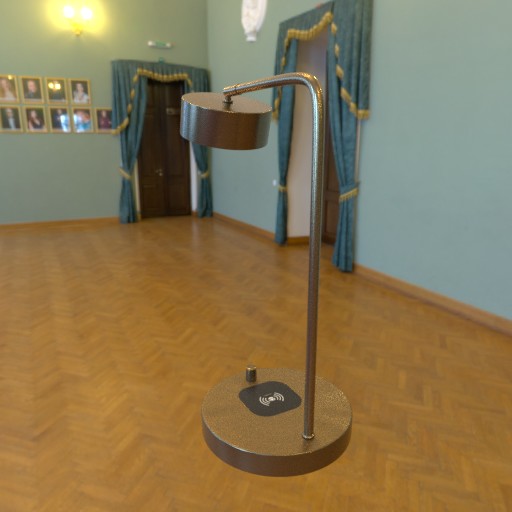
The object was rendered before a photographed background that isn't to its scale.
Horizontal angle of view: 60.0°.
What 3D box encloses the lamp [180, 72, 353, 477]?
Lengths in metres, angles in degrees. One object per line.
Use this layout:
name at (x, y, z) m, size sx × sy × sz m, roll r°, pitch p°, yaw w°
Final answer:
lamp at (0.000, 0.000, 0.509) m, size 0.171 × 0.380 × 0.270 m, roll -8°, pitch 16°, yaw -27°
